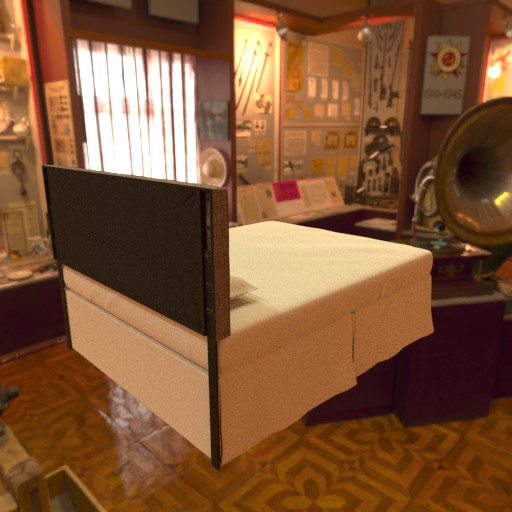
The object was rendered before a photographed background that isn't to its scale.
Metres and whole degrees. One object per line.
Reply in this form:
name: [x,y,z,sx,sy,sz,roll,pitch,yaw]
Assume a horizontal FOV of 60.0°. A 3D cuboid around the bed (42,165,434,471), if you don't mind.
bed: [0.000,0.000,2.859,1.958,1.168,1.621,-15,21,-42]
